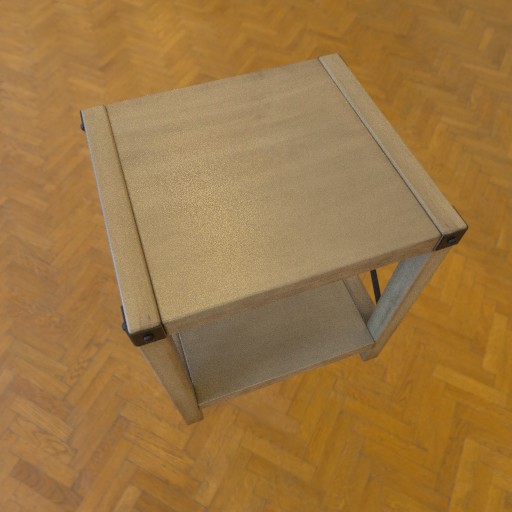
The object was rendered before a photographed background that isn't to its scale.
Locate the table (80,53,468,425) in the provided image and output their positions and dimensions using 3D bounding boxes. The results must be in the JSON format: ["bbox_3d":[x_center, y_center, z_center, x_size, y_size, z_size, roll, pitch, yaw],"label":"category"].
[{"bbox_3d":[0.000,0.000,0.940,0.510,0.561,0.459,-17,59,-10],"label":"table"}]
